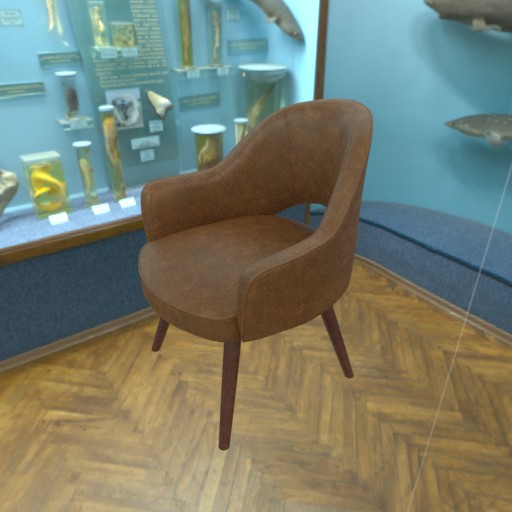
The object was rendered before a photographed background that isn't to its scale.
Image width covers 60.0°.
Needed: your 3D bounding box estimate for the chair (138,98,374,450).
[{"bbox_3d":[0.000,0.000,1.250,0.640,0.777,0.591,-19,35,-29],"label":"chair"}]
